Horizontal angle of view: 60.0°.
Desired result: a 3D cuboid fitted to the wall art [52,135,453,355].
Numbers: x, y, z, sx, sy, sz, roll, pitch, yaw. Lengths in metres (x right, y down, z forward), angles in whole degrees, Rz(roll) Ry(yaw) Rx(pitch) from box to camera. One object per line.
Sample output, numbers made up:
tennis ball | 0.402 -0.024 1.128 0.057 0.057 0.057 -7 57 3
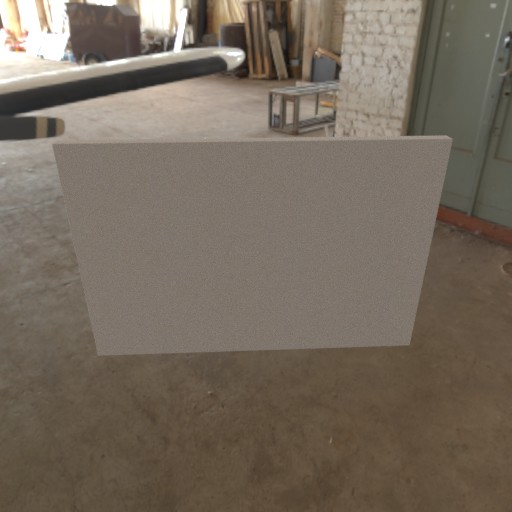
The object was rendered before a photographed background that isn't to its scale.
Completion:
wall art | 0.000 0.000 1.149 0.898 0.601 0.038 -1 28 -2
